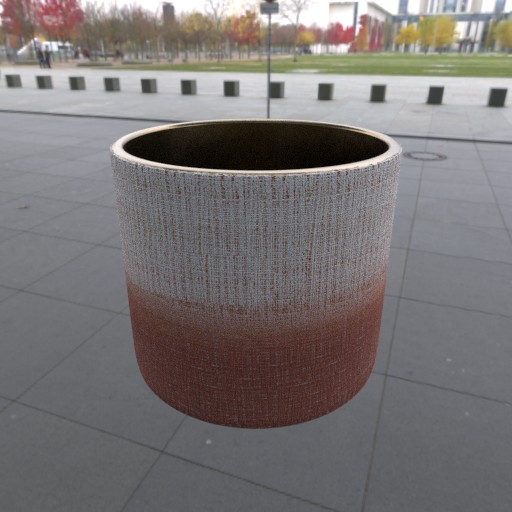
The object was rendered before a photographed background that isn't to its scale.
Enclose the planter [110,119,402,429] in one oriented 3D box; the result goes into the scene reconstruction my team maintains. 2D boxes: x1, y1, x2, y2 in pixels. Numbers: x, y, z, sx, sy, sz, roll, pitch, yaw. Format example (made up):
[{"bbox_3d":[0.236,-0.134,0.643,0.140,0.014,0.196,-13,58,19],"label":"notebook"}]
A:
[{"bbox_3d":[0.000,0.000,0.383,0.221,0.201,0.221,0,25,0],"label":"planter"}]
